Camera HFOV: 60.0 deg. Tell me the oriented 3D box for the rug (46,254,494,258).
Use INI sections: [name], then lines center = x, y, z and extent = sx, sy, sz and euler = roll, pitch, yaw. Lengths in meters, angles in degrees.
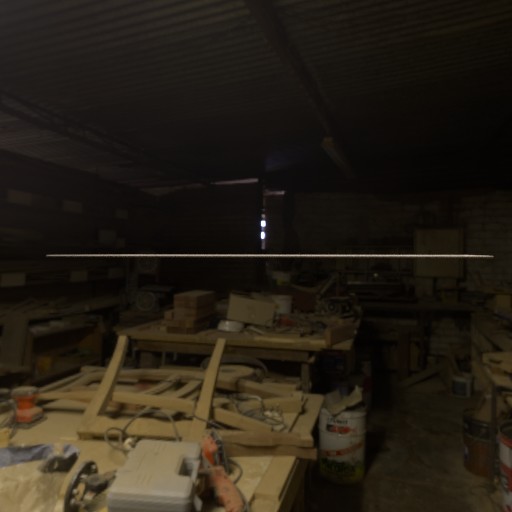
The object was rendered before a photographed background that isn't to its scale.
[rug]
center = 0.000, 0.000, 2.684
extent = 2.448, 0.012, 0.769
euler = 0, 0, 18
